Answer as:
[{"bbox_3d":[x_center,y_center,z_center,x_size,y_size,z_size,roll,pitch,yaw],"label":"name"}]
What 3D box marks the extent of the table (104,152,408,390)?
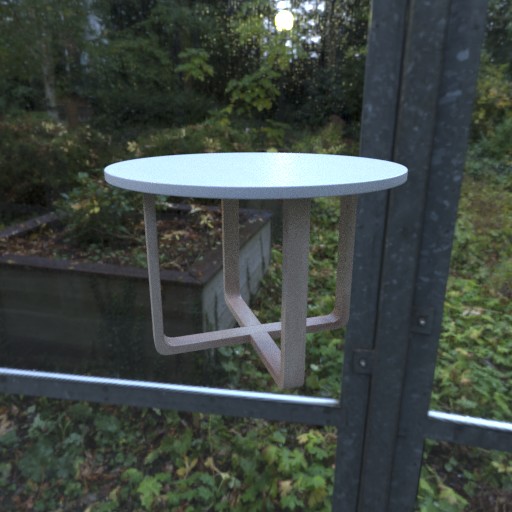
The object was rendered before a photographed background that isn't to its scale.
[{"bbox_3d":[0.000,0.000,0.981,0.600,0.400,0.600,0,18,0],"label":"table"}]
